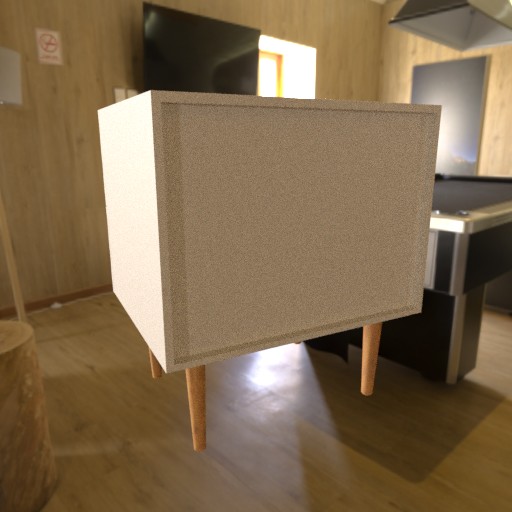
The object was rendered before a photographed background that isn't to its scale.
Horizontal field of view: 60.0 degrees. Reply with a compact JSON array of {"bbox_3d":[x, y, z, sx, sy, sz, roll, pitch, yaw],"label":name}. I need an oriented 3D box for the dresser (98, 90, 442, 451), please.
[{"bbox_3d":[0.000,0.000,0.895,0.503,0.568,0.414,-7,16,-27],"label":"dresser"}]
